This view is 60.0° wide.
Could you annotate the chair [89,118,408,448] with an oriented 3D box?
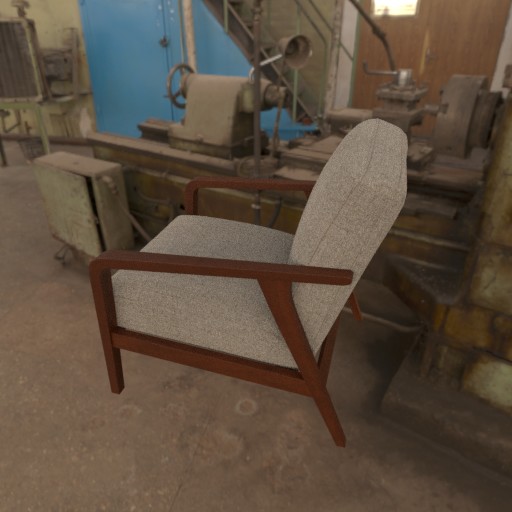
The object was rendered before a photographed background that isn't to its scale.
[{"bbox_3d":[0.000,0.000,1.482,0.858,0.847,0.704,8,30,14],"label":"chair"}]
